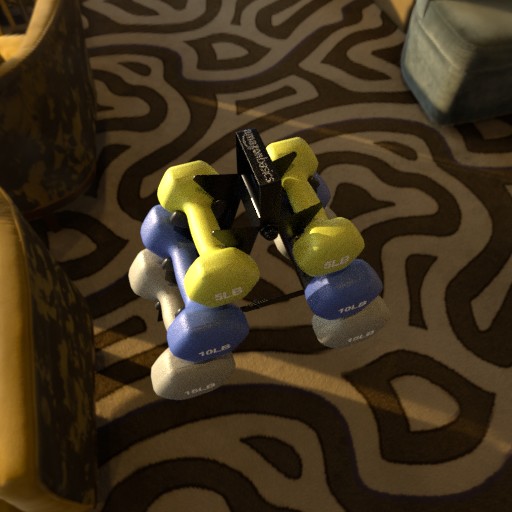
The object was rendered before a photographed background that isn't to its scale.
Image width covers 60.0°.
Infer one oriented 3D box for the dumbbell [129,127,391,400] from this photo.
[{"bbox_3d":[0.000,0.000,0.679,0.416,0.426,0.261,-16,59,-10],"label":"dumbbell"}]
